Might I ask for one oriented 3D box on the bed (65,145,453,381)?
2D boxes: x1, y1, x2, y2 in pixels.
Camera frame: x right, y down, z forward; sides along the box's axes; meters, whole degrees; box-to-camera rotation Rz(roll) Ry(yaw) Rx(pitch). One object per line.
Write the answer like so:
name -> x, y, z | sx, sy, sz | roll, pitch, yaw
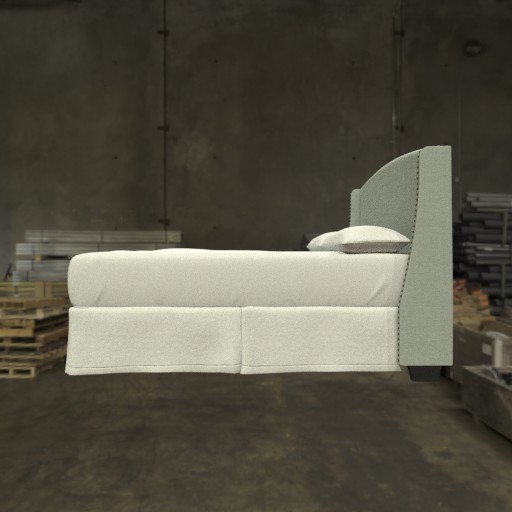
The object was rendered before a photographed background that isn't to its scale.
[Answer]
bed -> 0.000, 0.000, 3.319 | 2.237, 1.407, 1.710 | 0, 0, -1
